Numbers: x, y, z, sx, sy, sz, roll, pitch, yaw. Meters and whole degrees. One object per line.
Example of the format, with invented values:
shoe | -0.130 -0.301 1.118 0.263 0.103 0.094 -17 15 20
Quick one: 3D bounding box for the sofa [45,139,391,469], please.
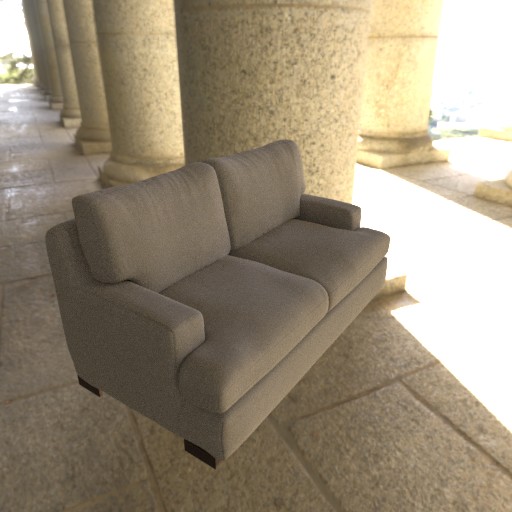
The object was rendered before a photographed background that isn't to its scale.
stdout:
sofa | 0.000 0.000 2.441 0.962 0.980 1.855 16 29 31
